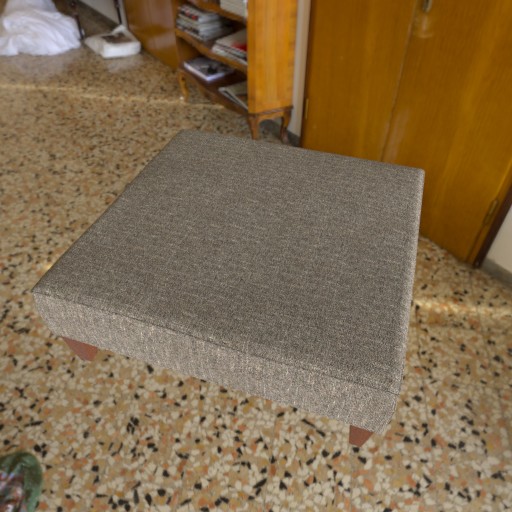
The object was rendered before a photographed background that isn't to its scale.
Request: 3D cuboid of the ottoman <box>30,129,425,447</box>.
[{"bbox_3d":[0.000,0.000,1.526,1.016,0.379,0.981,13,45,13],"label":"ottoman"}]
